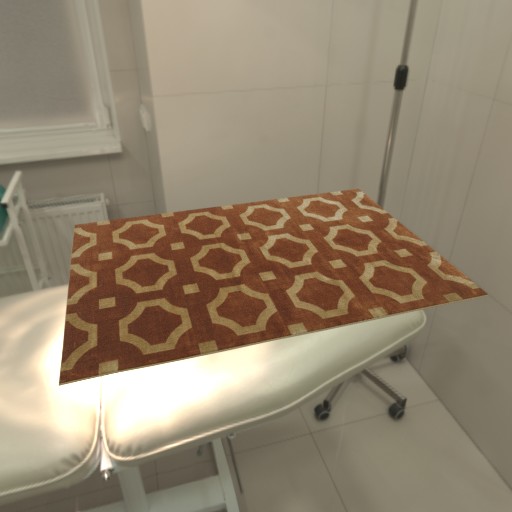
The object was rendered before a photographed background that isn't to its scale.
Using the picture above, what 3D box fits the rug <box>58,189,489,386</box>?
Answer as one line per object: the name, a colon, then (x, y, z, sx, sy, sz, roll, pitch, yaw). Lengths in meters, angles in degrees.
rug: (0.000, 0.000, 2.860, 2.286, 0.016, 1.555, -9, 33, -14)
